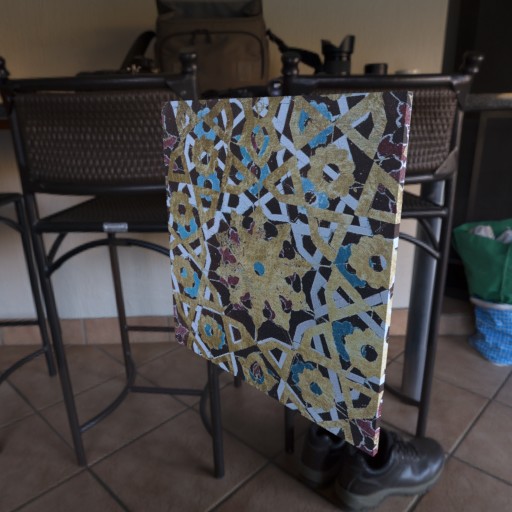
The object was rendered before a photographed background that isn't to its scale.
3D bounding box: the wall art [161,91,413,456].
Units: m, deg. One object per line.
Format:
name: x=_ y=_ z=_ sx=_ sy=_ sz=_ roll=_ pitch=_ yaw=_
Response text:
wall art: x=0.000 y=0.000 z=0.605 sx=0.010 sy=0.406 sz=0.404 roll=-16 pitch=24 yaw=-42
